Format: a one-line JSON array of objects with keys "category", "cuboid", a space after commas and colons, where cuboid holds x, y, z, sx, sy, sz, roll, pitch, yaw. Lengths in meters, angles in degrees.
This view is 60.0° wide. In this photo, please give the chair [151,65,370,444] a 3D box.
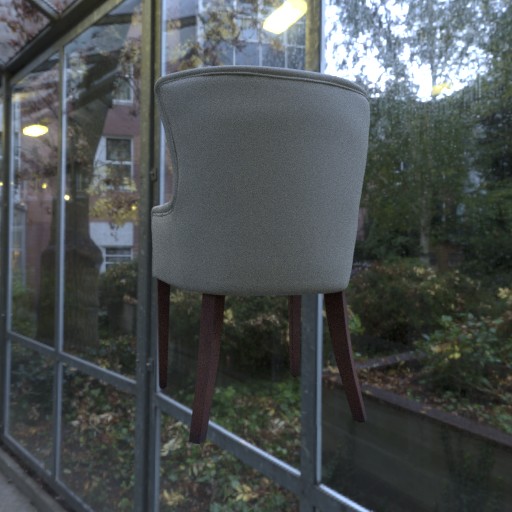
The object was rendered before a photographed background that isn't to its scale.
[{"category": "chair", "cuboid": [0.000, 0.000, 1.414, 0.660, 0.952, 0.686, 0, -1, -18]}]
